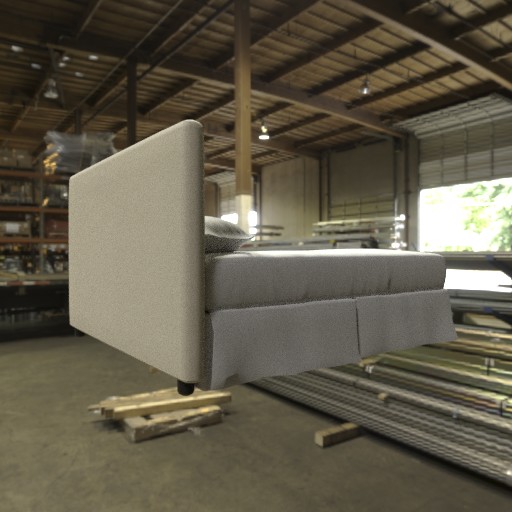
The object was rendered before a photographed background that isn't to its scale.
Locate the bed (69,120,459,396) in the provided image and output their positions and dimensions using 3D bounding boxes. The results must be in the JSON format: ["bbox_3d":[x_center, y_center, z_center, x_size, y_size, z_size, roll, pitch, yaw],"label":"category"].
[{"bbox_3d":[0.000,0.000,3.516,2.341,1.317,2.119,0,1,-37],"label":"bed"}]
